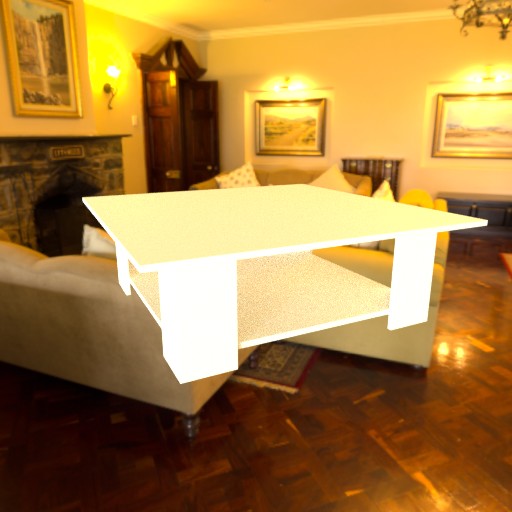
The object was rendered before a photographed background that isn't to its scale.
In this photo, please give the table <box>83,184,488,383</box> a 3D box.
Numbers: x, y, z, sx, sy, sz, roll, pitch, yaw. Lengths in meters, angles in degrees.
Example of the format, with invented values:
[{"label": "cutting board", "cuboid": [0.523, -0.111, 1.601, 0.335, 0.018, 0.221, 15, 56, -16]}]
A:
[{"label": "table", "cuboid": [0.000, 0.000, 1.374, 0.890, 0.305, 0.890, -8, 18, -25]}]
